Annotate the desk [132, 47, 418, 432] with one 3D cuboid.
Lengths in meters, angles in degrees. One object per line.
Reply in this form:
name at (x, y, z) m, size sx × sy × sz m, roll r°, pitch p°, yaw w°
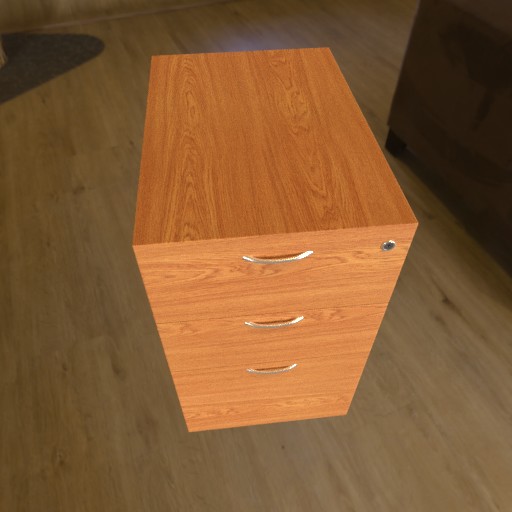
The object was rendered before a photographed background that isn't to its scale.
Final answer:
desk at (0.000, 0.000, 1.082) m, size 0.404 × 0.730 × 0.600 m, roll -5°, pitch 48°, yaw -4°
